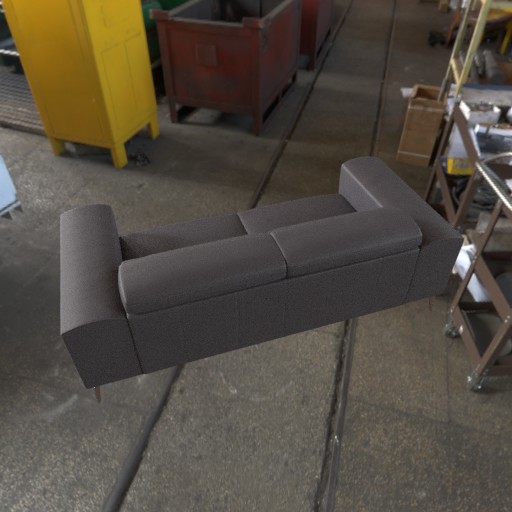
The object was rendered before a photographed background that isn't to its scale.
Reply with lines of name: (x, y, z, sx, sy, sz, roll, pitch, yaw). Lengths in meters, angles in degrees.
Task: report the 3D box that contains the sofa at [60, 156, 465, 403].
sofa: (0.000, 0.000, 2.900, 2.330, 0.814, 1.048, -12, 43, -14)
